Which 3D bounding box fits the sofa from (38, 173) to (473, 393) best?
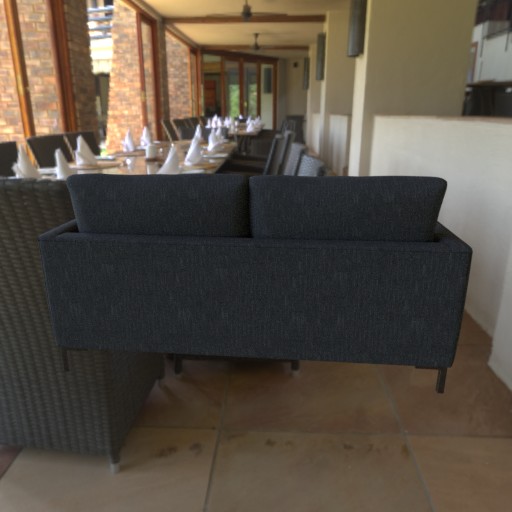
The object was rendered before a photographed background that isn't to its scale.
[{"bbox_3d":[0.000,0.000,2.157,1.716,0.862,0.866,2,18,5],"label":"sofa"}]
